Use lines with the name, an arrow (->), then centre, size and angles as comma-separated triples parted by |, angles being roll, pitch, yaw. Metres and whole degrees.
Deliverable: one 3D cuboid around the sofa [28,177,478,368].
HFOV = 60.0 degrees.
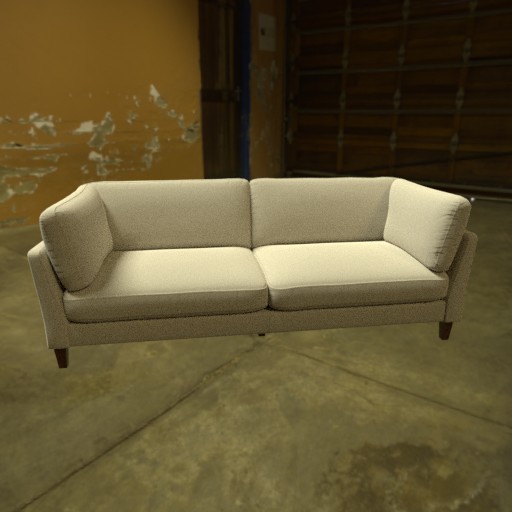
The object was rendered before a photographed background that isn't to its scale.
sofa -> 0.000, 0.000, 2.704 | 2.301, 0.863, 0.957 | -2, 17, -8
